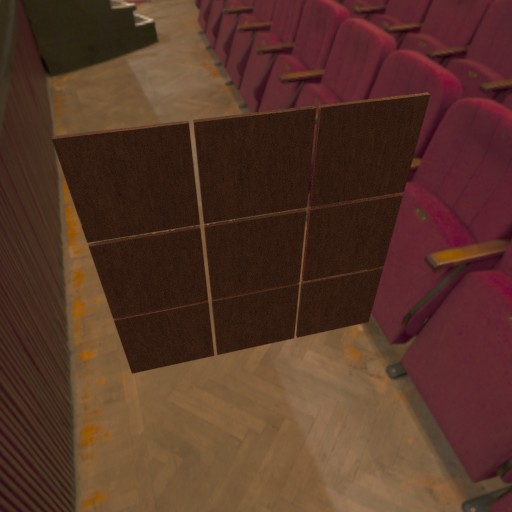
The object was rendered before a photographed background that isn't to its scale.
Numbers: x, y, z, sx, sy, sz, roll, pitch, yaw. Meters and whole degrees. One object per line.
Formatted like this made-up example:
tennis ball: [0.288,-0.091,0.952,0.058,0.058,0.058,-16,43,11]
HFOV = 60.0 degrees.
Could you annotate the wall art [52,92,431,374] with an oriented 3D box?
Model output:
wall art: [0.000,0.000,1.356,0.915,0.914,0.013,-10,44,-11]
